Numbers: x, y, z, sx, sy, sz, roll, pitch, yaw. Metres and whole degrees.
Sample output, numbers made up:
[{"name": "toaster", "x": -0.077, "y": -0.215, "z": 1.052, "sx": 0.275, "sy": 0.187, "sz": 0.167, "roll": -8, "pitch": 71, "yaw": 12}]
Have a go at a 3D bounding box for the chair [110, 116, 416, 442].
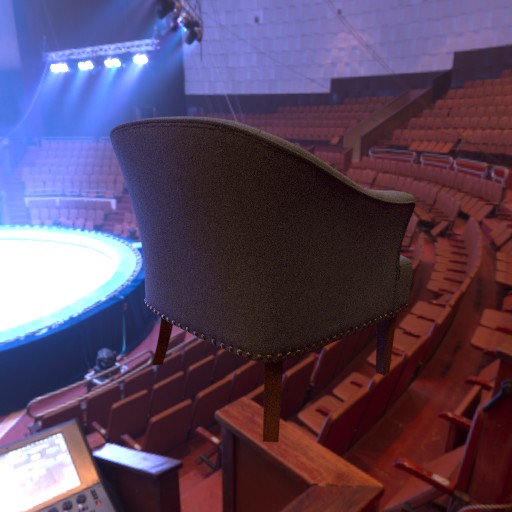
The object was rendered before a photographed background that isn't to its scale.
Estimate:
[{"name": "chair", "x": 0.000, "y": 0.000, "z": 1.401, "sx": 0.704, "sy": 0.815, "sz": 0.798, "roll": -13, "pitch": 20, "yaw": -41}]
